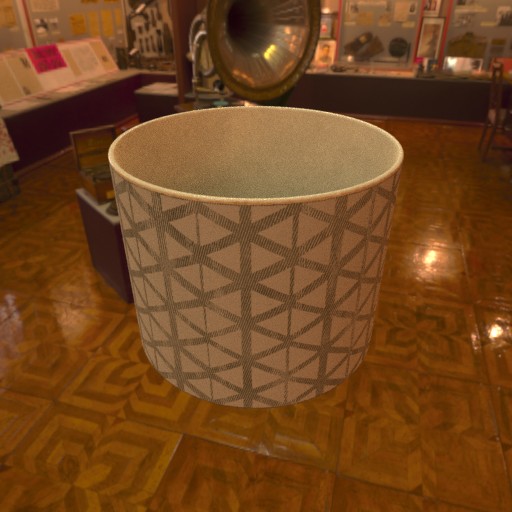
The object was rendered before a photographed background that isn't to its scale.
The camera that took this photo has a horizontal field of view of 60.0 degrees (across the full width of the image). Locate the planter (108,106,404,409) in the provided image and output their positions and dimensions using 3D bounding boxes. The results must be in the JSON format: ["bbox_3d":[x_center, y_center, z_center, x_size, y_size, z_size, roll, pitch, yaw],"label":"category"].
[{"bbox_3d":[0.000,0.000,0.343,0.190,0.181,0.190,0,32,0],"label":"planter"}]
